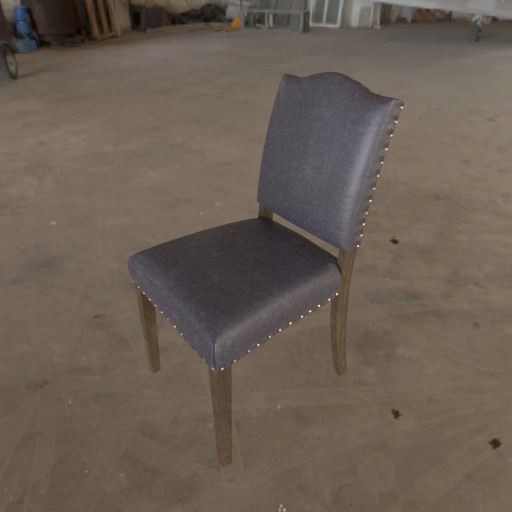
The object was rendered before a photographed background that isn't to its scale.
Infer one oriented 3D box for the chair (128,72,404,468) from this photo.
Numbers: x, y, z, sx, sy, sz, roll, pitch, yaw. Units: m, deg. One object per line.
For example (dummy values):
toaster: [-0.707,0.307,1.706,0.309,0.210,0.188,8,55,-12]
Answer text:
chair: [0.000,0.000,1.348,0.633,0.991,0.500,-22,39,-31]
